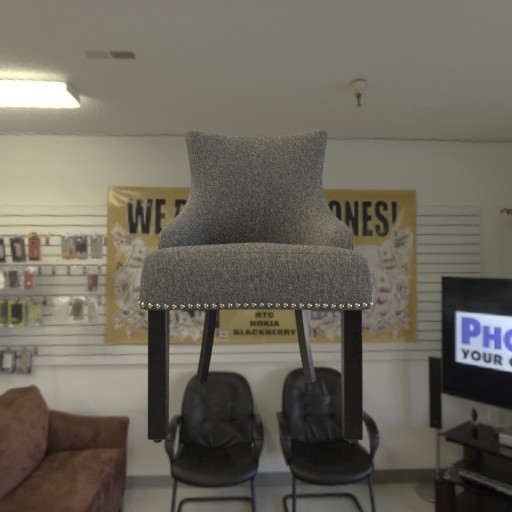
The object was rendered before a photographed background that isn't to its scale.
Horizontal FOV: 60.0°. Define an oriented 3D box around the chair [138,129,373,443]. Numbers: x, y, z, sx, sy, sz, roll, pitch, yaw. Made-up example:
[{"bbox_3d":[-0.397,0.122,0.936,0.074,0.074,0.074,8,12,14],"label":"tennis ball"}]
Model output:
[{"bbox_3d":[0.000,0.000,1.338,0.566,0.909,0.629,0,-1,0],"label":"chair"}]
